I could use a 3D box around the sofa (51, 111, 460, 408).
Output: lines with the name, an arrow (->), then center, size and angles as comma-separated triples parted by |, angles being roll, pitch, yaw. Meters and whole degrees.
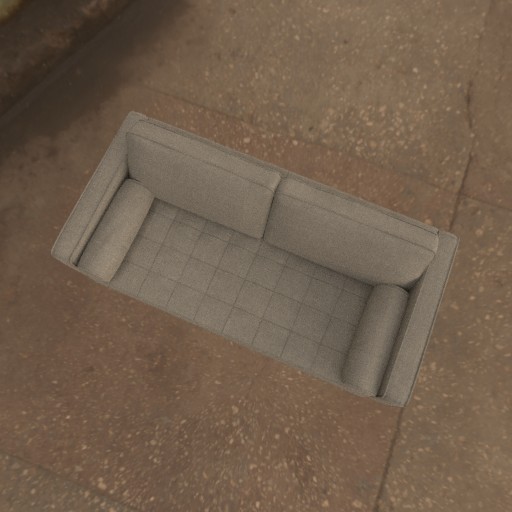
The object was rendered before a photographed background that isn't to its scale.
sofa -> 0.000, 0.000, 2.379 | 1.879, 0.762, 0.914 | 22, 76, 6
